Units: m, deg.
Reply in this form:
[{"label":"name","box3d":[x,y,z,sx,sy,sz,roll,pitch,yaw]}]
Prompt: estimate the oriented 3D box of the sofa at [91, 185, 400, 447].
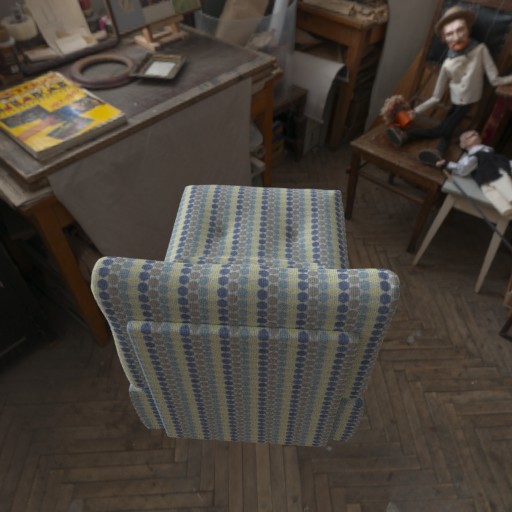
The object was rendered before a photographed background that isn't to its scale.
[{"label":"sofa","box3d":[0.000,0.000,1.536,0.700,0.820,1.000,3,47,2]}]
